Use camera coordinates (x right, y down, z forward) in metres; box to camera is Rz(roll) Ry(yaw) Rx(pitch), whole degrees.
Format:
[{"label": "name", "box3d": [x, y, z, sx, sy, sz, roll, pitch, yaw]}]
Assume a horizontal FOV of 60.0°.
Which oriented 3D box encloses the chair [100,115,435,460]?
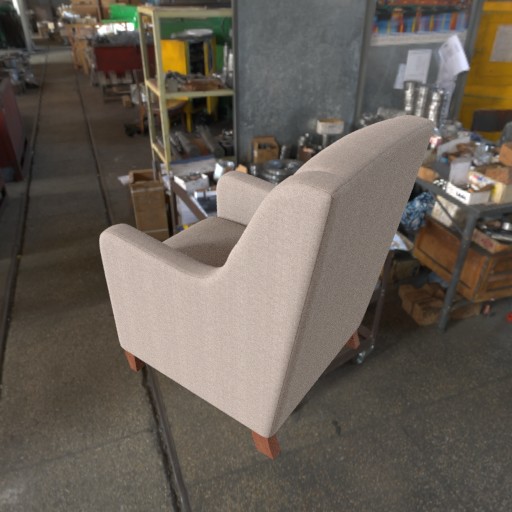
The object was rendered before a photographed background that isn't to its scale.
[{"label": "chair", "box3d": [0.000, 0.000, 1.596, 0.890, 1.017, 0.715, 20, 37, 30]}]
